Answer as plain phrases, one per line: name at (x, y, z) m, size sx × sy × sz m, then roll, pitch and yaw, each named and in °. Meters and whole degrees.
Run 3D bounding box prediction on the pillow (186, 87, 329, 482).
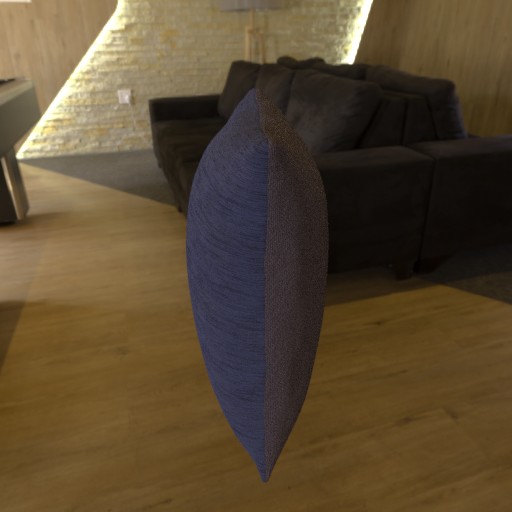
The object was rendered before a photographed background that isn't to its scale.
pillow at (0.000, 0.000, 0.672) m, size 0.204 × 0.439 × 0.452 m, roll -1°, pitch 26°, yaw -1°
